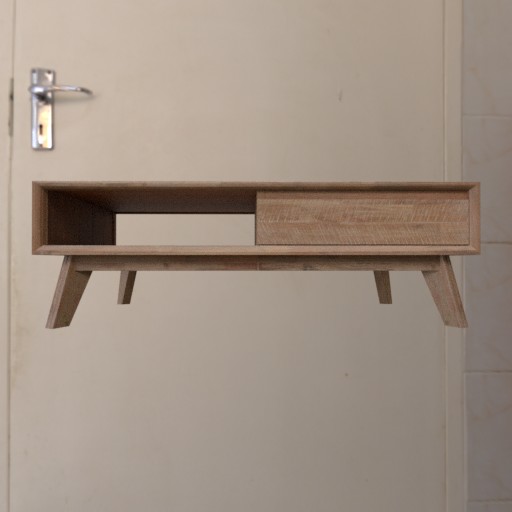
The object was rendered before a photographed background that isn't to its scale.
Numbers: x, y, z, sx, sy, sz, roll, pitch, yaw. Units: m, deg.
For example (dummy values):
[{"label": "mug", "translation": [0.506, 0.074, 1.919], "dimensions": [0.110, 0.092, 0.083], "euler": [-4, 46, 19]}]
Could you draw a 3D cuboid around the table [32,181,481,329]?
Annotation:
[{"label": "table", "translation": [0.000, 0.000, 2.051], "dimensions": [1.619, 0.531, 0.918], "euler": [0, -1, -1]}]
